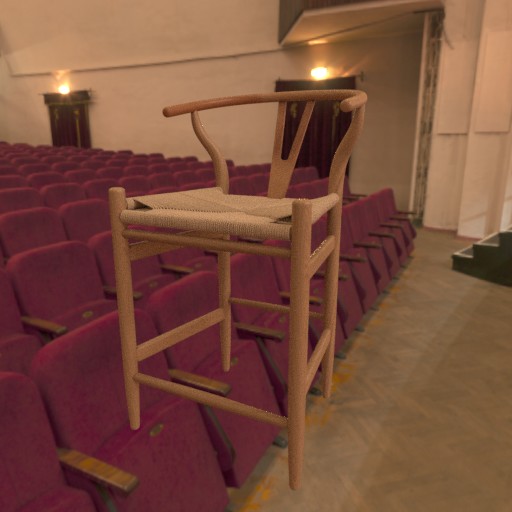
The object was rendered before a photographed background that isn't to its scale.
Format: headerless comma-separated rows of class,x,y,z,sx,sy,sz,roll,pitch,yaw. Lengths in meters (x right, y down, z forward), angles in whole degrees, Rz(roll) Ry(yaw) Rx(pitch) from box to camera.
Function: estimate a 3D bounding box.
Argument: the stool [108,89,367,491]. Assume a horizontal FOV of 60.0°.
stool,0.000,0.000,1.245,0.536,0.923,0.575,7,16,27
